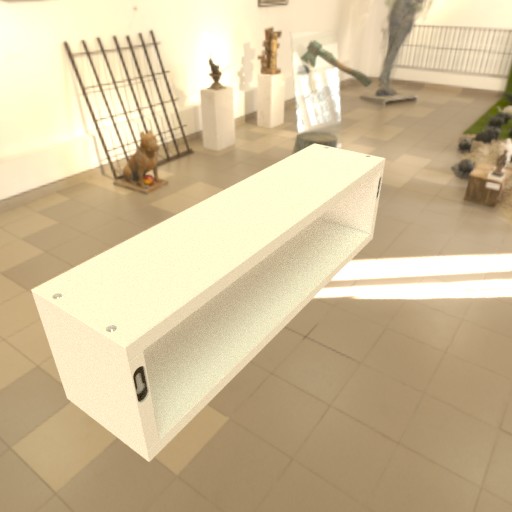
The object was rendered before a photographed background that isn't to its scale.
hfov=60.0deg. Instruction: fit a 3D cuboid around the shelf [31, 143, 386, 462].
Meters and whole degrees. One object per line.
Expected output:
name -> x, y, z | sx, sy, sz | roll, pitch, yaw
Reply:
shelf -> 0.000, 0.000, 0.688 | 0.150, 0.170, 0.610 | 21, 38, 30
